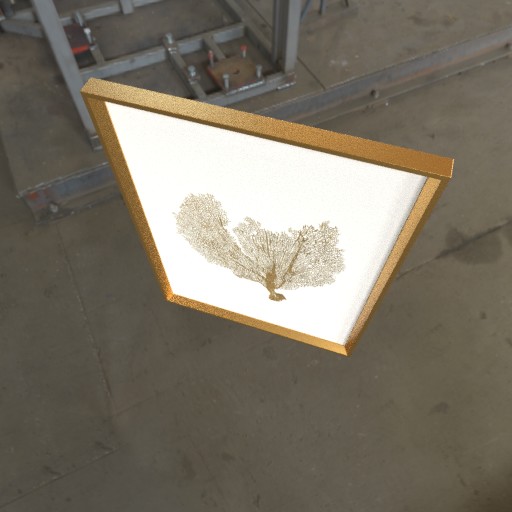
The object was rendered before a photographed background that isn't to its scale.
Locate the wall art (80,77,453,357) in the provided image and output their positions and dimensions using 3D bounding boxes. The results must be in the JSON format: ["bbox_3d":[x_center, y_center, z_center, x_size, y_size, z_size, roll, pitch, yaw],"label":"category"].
[{"bbox_3d":[0.000,0.000,1.049,0.610,0.812,0.038,16,60,9],"label":"wall art"}]
